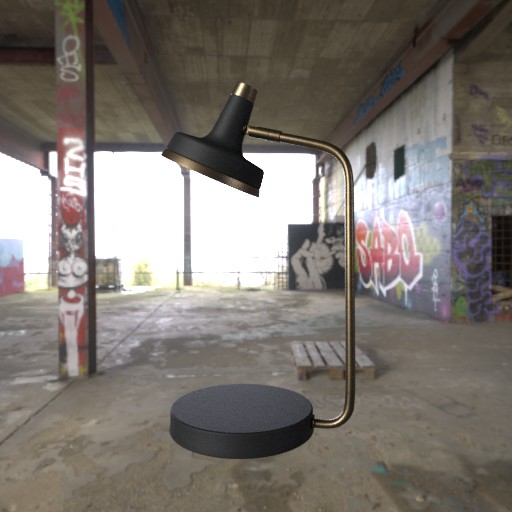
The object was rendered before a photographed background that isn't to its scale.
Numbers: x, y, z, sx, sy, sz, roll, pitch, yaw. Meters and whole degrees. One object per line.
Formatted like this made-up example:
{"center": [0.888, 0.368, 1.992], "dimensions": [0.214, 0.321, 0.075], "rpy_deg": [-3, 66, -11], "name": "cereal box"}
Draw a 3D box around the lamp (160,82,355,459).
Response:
{"center": [0.000, 0.000, 0.494], "dimensions": [0.218, 0.385, 0.162], "rpy_deg": [0, 1, 17], "name": "lamp"}
